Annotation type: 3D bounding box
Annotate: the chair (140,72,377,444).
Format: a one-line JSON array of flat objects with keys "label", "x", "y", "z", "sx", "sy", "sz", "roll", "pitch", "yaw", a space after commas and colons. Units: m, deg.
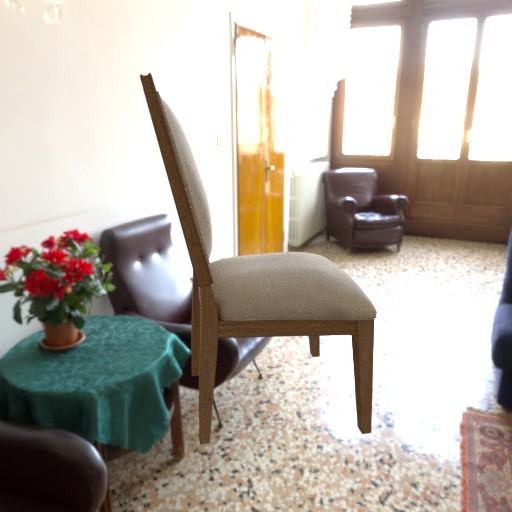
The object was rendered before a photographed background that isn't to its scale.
[{"label": "chair", "x": 0.000, "y": 0.000, "z": 1.356, "sx": 0.601, "sy": 0.988, "sz": 0.536, "roll": -3, "pitch": 17, "yaw": -11}]
